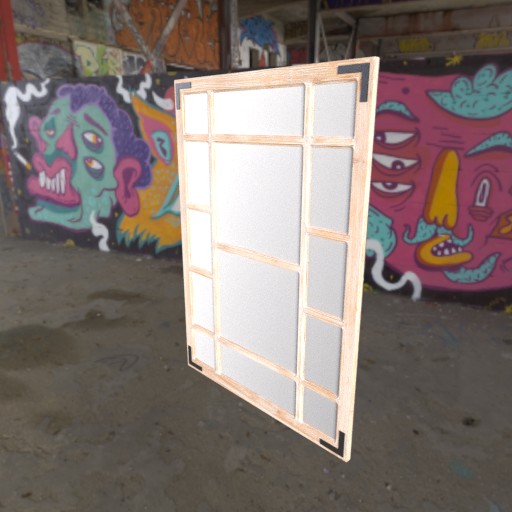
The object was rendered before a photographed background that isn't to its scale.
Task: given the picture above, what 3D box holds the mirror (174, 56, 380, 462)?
[{"bbox_3d":[0.000,0.000,1.285,0.025,0.996,0.705,-16,23,-42],"label":"mirror"}]
